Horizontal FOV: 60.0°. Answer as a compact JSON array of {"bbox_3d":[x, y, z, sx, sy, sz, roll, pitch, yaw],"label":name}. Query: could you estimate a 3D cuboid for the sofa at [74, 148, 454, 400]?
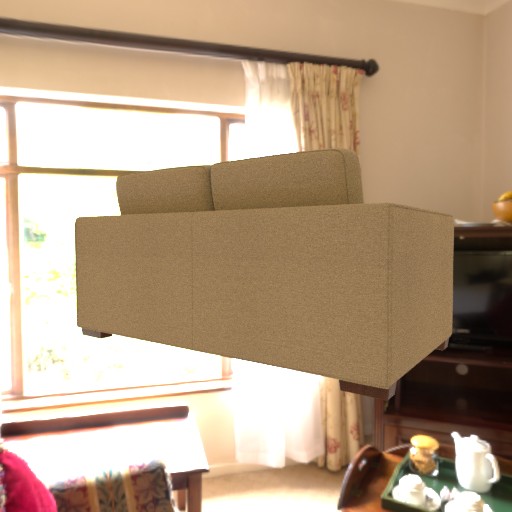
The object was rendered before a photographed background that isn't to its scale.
[{"bbox_3d":[0.000,0.000,2.403,1.812,0.924,1.007,2,3,35],"label":"sofa"}]
